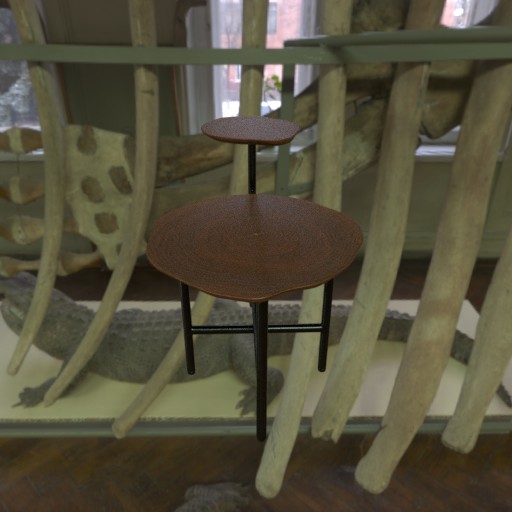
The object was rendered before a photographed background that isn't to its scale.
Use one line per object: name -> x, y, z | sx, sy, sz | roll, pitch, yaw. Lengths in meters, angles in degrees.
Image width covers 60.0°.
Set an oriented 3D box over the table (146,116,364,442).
table -> 0.000, 0.000, 1.084 | 0.442, 0.538, 0.759 | -1, 27, -1
